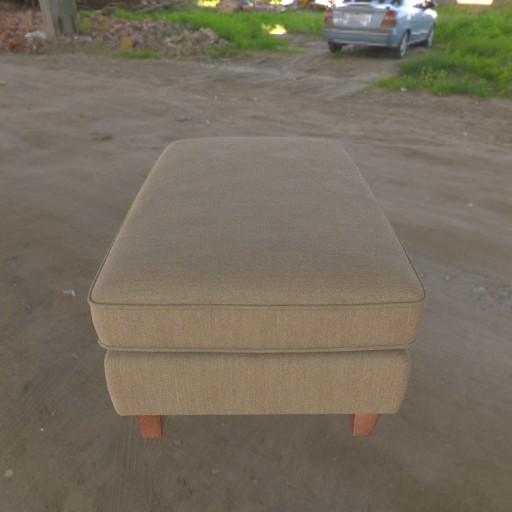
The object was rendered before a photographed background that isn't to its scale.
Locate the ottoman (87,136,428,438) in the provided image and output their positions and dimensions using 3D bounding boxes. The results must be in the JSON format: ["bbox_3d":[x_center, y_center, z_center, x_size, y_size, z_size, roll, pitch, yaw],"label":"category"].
[{"bbox_3d":[0.000,0.000,1.267,0.636,0.480,0.941,0,32,0],"label":"ottoman"}]
